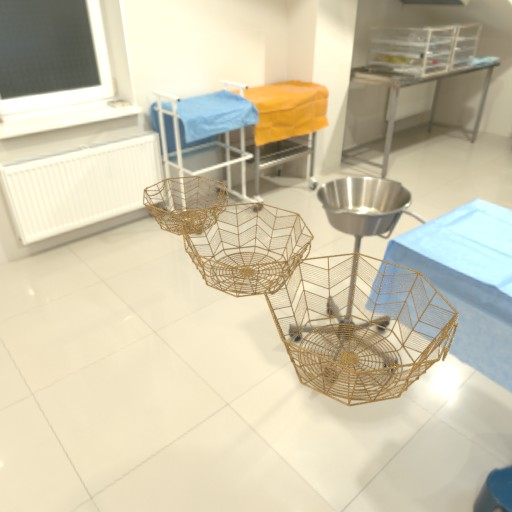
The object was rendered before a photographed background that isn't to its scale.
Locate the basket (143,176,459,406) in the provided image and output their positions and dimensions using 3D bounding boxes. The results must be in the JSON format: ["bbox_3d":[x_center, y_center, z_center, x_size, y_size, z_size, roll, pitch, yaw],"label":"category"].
[{"bbox_3d":[0.000,0.000,1.330,0.432,0.178,1.245,-20,37,-29],"label":"basket"}]
